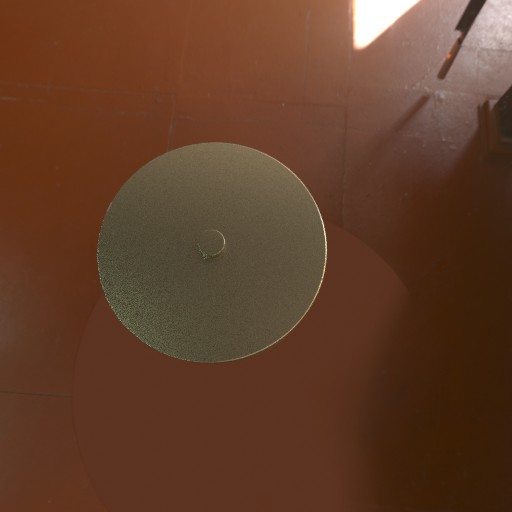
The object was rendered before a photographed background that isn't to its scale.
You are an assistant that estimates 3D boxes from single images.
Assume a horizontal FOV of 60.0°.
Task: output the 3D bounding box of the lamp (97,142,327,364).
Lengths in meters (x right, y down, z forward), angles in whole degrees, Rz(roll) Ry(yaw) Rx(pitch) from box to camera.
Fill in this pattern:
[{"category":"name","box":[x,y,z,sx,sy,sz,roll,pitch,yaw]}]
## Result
[{"category":"lamp","box":[0.000,0.000,0.692,0.229,0.508,0.369,37,78,9]}]
